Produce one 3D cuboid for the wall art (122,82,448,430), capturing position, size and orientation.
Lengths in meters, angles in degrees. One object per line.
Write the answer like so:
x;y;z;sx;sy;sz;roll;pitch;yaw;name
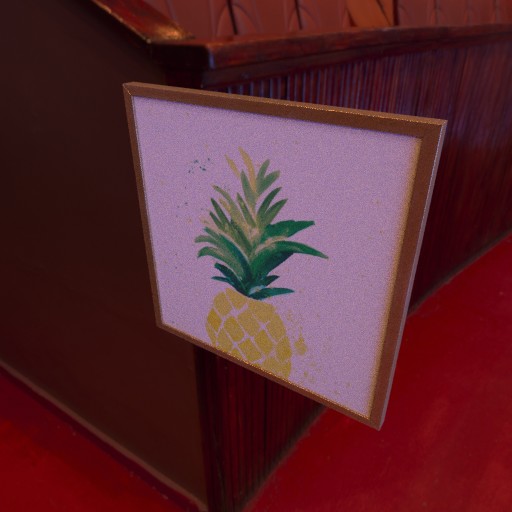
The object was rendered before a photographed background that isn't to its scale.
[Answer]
0.000;0.000;1.118;0.762;0.760;0.037;18;35;28;wall art
